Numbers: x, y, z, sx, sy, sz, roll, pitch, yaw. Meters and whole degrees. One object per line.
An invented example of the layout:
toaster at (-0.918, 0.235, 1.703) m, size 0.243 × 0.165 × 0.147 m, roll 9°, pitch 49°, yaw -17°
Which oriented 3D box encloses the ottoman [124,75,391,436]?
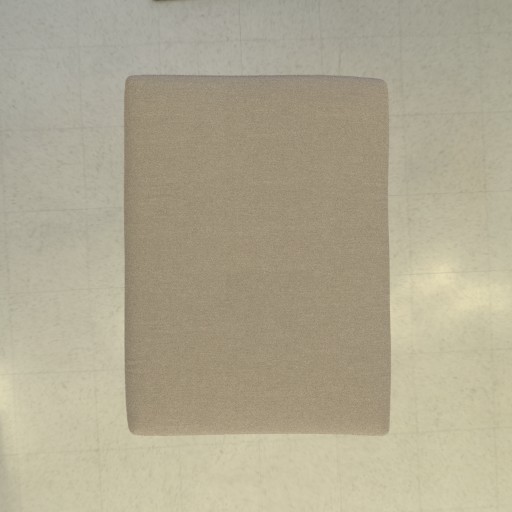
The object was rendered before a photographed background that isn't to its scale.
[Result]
ottoman at (0.000, 0.000, 1.130) m, size 0.569 × 0.500 × 0.771 m, roll 0°, pitch 90°, yaw -2°
